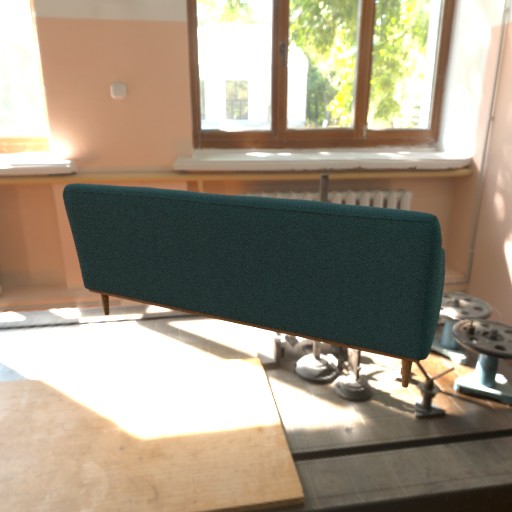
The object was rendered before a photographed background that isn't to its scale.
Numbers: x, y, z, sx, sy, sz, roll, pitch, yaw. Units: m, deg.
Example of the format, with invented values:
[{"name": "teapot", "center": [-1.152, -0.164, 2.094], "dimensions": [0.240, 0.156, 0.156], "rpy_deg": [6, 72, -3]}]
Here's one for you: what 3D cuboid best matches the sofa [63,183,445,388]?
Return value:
[{"name": "sofa", "center": [0.000, 0.000, 2.620], "dimensions": [2.057, 0.871, 0.978], "rpy_deg": [8, 19, 25]}]
